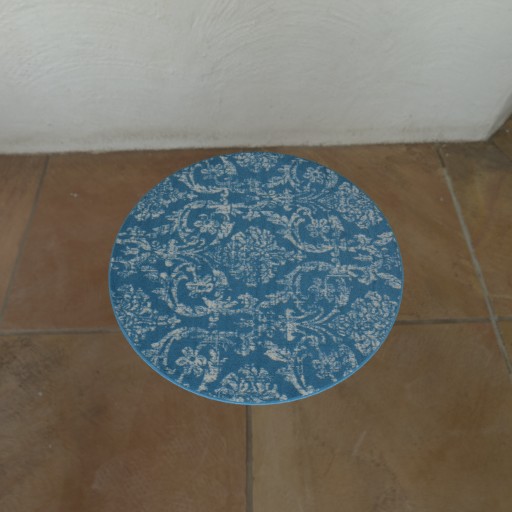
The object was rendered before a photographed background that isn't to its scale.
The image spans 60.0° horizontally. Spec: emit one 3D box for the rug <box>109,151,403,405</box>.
[{"bbox_3d":[0.000,0.000,2.431,1.593,0.012,1.593,0,58,0],"label":"rug"}]
